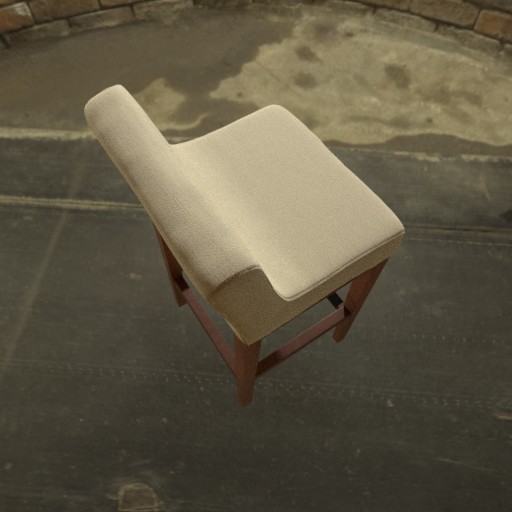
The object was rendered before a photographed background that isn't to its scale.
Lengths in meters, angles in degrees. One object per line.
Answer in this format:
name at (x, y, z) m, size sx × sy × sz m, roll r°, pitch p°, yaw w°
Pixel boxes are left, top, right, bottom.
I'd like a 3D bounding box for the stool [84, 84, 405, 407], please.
stool at (0.000, 0.000, 1.206) m, size 0.500 × 0.937 × 0.511 m, roll -30°, pitch 64°, yaw -16°
